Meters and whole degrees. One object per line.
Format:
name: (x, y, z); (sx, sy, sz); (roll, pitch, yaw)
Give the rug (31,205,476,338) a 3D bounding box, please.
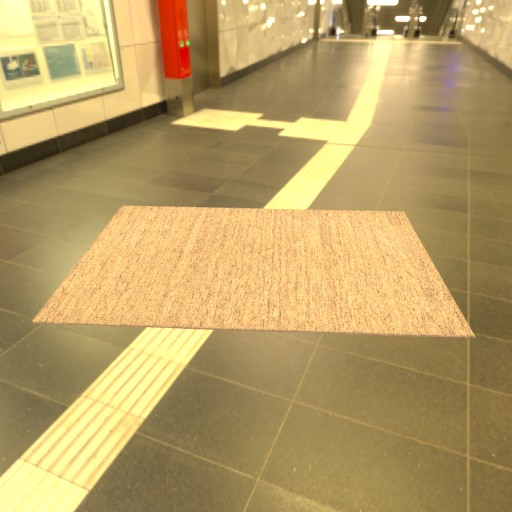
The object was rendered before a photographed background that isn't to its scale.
rug: (0.000, 0.000, 2.360); (1.840, 0.013, 1.225); (2, 30, 3)
